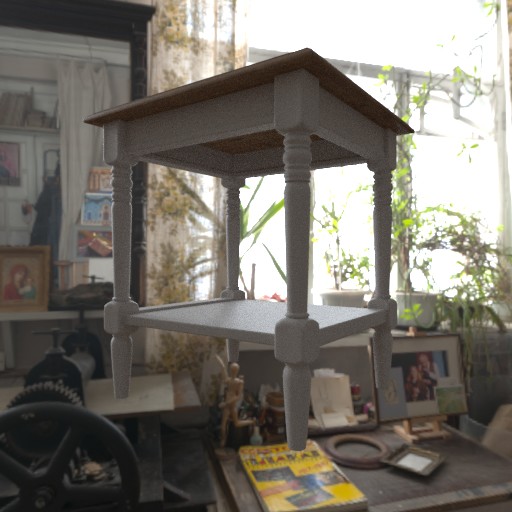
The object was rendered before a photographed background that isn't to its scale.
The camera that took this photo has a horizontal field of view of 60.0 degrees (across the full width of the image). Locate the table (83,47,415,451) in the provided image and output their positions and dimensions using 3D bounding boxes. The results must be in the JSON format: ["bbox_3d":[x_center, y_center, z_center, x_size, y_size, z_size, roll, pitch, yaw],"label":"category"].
[{"bbox_3d":[0.000,0.000,0.910,0.508,0.561,0.457,0,0,36],"label":"table"}]
